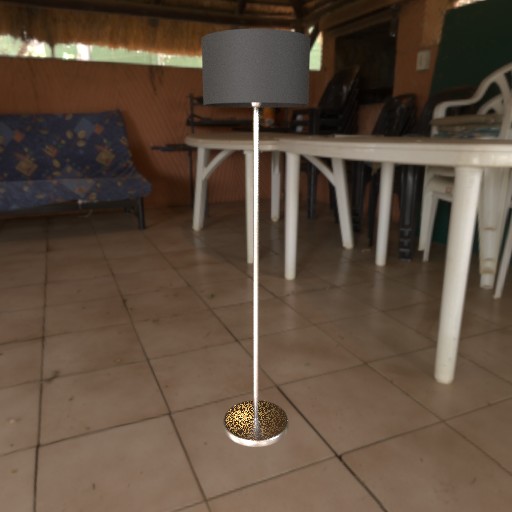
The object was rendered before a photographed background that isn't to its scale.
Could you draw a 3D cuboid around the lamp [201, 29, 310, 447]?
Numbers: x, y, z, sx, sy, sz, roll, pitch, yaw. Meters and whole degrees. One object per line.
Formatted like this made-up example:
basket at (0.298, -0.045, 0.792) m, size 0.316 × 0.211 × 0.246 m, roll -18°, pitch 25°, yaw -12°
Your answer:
lamp at (0.000, 0.000, 1.625) m, size 0.348 × 1.443 × 0.348 m, roll -7°, pitch 18°, yaw -24°
